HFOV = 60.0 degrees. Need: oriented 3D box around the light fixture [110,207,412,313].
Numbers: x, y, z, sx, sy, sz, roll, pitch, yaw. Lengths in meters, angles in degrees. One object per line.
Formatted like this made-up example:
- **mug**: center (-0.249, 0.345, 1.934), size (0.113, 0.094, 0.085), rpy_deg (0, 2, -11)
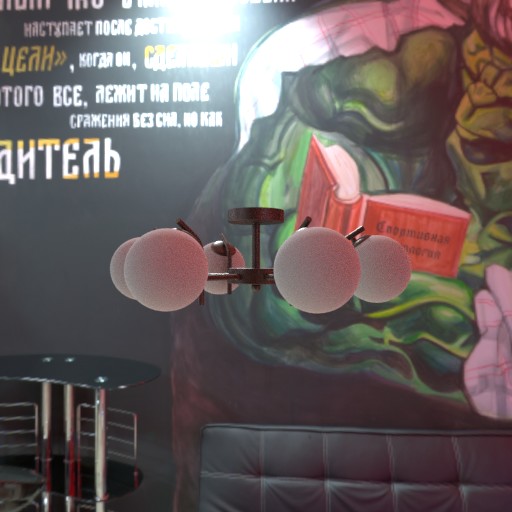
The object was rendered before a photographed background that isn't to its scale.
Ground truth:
- **light fixture**: center (0.000, 0.000, 0.982), size (0.662, 0.201, 0.662), rpy_deg (0, -1, 0)
